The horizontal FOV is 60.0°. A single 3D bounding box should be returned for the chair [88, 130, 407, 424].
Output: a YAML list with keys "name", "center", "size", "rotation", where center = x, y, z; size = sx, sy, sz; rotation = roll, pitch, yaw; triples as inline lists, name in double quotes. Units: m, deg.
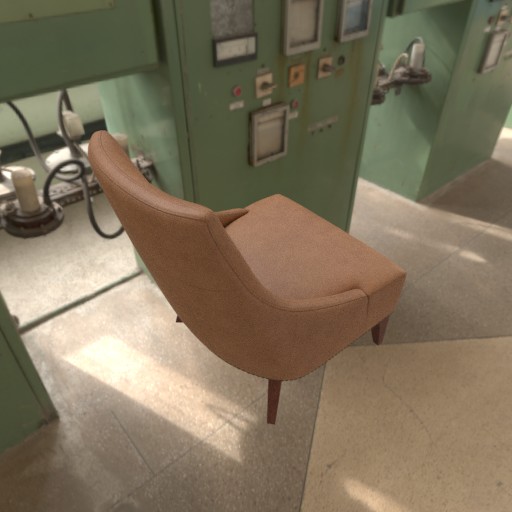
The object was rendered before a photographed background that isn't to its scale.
- name: "chair"
  center: [0.000, 0.000, 1.501]
  size: [0.861, 0.909, 0.701]
  rotation: [-27, 47, -29]
